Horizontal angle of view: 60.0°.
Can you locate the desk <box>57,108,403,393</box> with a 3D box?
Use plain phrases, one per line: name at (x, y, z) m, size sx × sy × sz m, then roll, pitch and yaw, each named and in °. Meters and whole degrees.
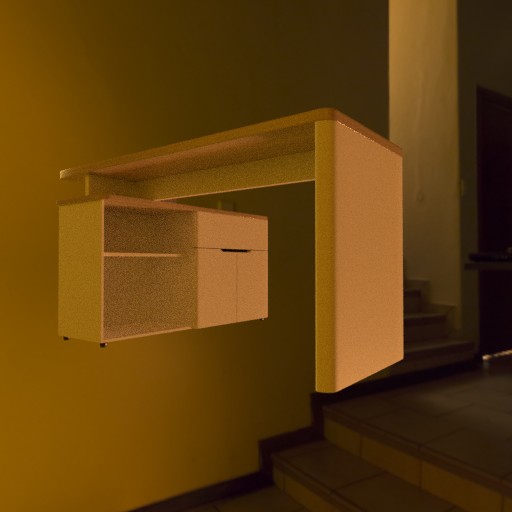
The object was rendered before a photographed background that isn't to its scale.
desk at (0.000, 0.000, 2.065) m, size 1.400 × 0.770 × 1.175 m, roll -1°, pitch -1°, yaw 37°
